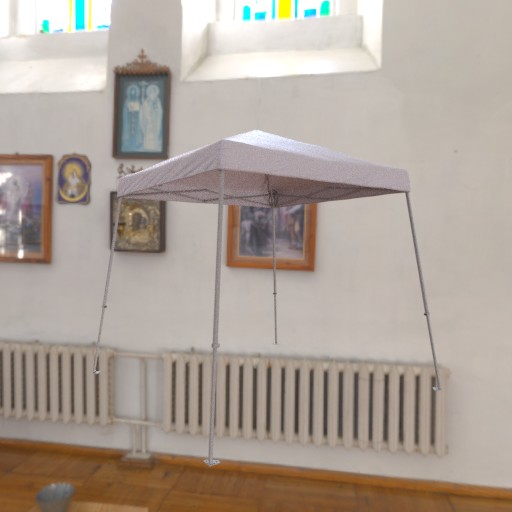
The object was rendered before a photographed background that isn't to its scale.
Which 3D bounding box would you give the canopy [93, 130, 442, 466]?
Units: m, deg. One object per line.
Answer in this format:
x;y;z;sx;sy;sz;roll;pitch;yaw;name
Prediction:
0.000;0.000;5.039;2.849;2.850;2.850;-1;1;-36;canopy
